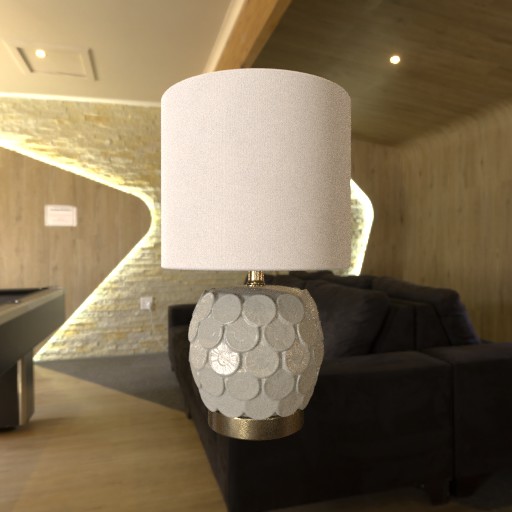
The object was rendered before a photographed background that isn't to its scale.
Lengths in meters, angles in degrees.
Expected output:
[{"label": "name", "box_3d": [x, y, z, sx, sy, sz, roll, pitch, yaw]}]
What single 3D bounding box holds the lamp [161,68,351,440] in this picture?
[{"label": "lamp", "box_3d": [0.000, 0.000, 0.608, 0.254, 0.452, 0.254, 0, 0, 0]}]
